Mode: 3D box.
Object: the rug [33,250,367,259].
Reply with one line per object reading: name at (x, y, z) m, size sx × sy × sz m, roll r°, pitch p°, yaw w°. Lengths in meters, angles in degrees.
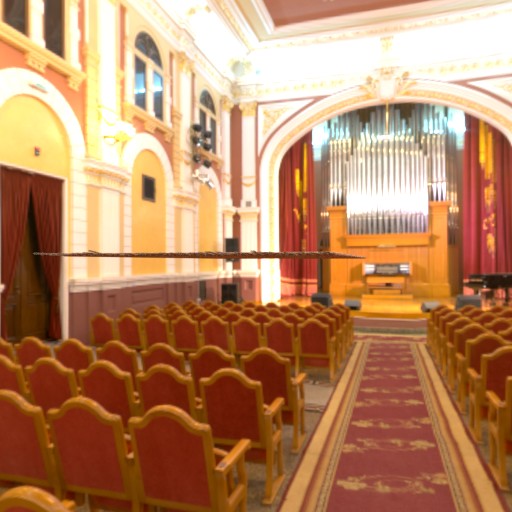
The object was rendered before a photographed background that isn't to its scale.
rug at (0.000, 0.000, 2.034) m, size 0.905 × 0.017 × 1.718 m, roll 0°, pitch -1°, yaw 17°
